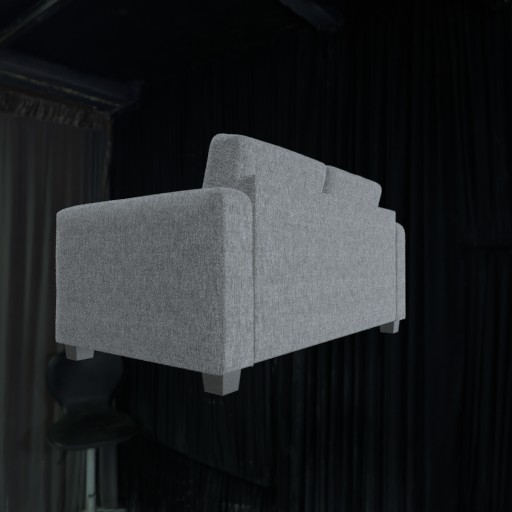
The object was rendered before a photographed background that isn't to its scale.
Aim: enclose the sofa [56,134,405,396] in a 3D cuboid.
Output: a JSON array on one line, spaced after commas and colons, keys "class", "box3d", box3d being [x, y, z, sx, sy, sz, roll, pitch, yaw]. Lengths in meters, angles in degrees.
[{"class": "sofa", "box3d": [0.000, 0.000, 2.054, 0.900, 0.800, 1.520, -1, -1, 37]}]
